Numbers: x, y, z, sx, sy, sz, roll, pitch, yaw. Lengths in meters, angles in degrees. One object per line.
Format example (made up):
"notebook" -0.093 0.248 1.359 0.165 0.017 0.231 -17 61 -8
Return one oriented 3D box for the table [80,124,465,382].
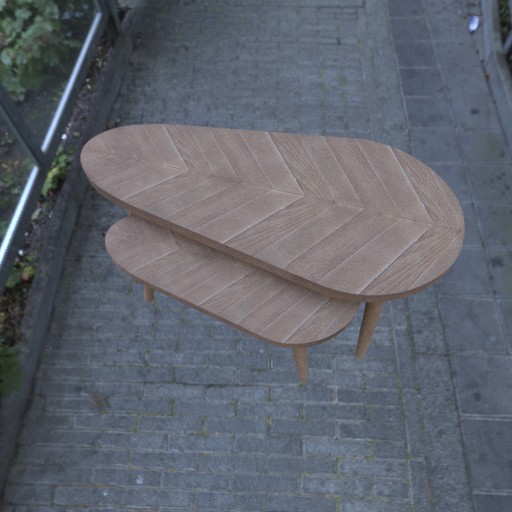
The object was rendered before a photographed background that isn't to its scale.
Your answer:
"table" 0.000 0.000 1.560 1.190 0.595 0.701 14 61 8
